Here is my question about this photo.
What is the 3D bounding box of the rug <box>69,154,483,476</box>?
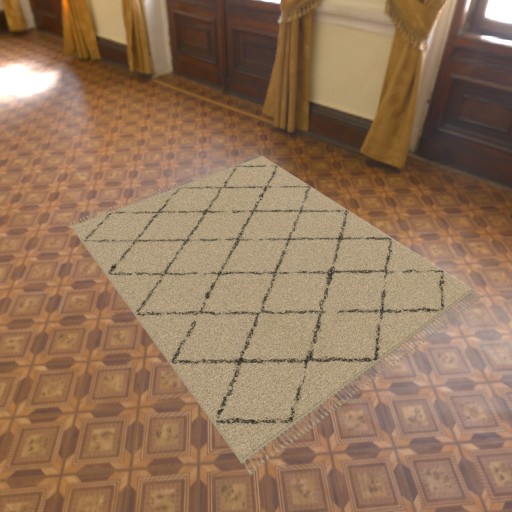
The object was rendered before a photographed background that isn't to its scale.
[{"bbox_3d":[0.000,0.000,4.019,2.380,0.013,3.051,-26,47,-27],"label":"rug"}]
